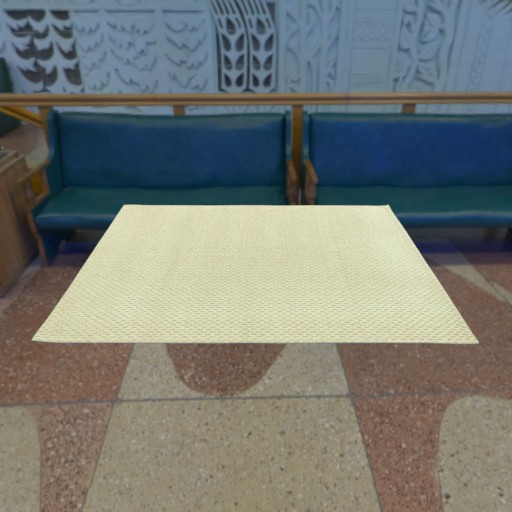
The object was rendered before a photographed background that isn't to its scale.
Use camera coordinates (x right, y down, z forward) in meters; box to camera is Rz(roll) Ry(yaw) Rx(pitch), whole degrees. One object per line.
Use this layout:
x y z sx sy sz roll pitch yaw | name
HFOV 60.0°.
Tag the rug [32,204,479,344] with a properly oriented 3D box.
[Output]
0.000 0.000 3.849 2.897 0.035 2.277 0 29 0 | rug
